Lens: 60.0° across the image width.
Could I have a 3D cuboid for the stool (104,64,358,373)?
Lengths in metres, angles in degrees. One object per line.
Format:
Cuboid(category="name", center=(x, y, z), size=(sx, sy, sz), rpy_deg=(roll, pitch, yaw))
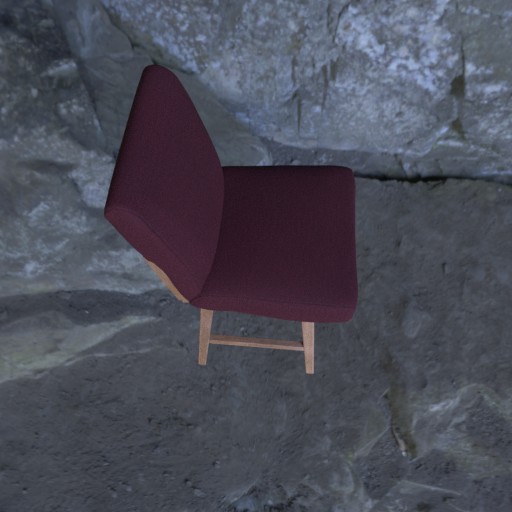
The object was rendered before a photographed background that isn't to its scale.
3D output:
Cuboid(category="stool", center=(0.000, 0.000, 1.385), size=(0.562, 1.093, 0.468), rpy_deg=(4, 63, 2))
